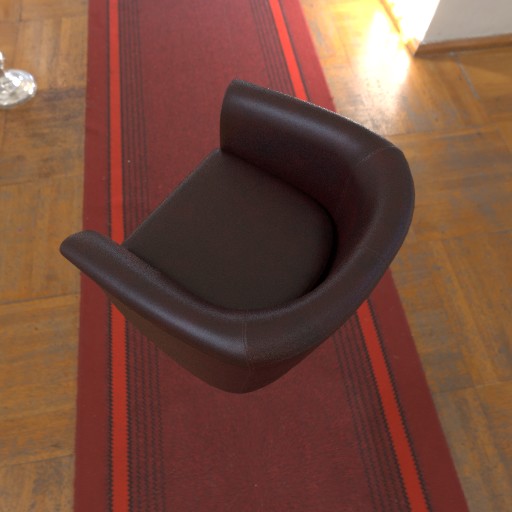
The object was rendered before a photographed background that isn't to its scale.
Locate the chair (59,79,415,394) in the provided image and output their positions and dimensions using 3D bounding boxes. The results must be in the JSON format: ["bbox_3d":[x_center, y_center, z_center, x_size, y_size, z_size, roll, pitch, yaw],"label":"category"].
[{"bbox_3d":[0.000,0.000,1.401,0.727,0.756,0.792,33,67,16],"label":"chair"}]
